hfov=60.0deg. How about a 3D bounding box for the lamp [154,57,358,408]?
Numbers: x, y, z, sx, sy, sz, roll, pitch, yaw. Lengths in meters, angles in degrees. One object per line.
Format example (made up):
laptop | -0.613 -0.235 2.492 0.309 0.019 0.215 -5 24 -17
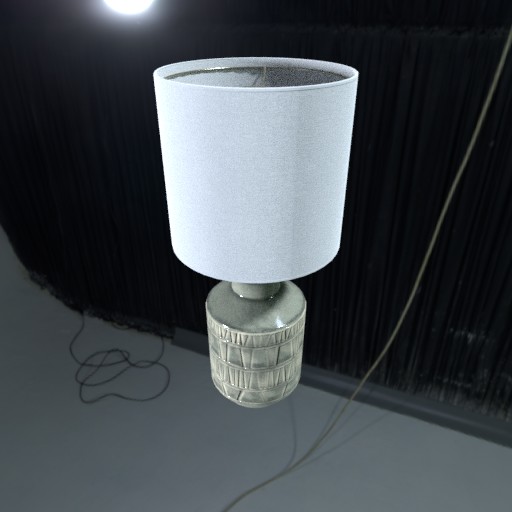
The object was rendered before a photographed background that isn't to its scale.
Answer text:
lamp | 0.000 0.000 0.581 0.211 0.455 0.211 11 32 17
